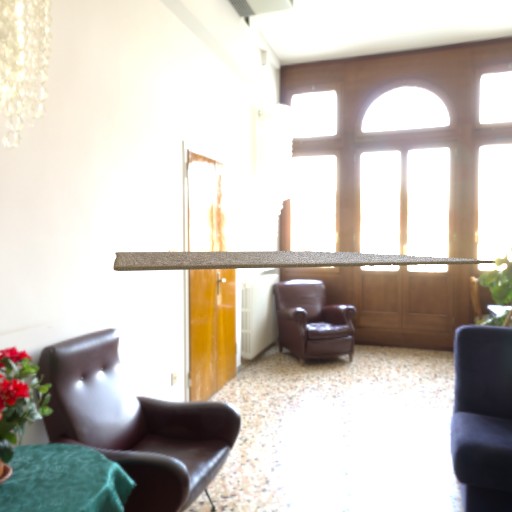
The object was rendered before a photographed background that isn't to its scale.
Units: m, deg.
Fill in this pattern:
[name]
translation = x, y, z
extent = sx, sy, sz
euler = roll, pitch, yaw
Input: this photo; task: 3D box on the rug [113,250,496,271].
[rug]
translation = 0.000, 0.000, 4.065
extent = 2.472, 0.035, 3.017
euler = -1, 2, -17
